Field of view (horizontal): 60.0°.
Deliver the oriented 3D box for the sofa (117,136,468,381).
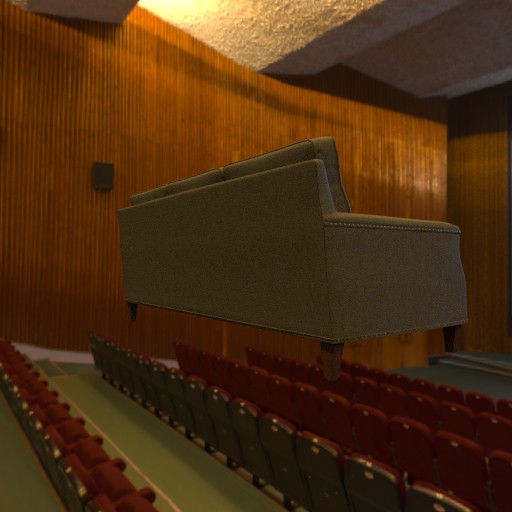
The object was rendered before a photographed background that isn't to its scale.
[{"bbox_3d":[0.000,0.000,2.851,1.084,1.003,2.246,0,-1,-37],"label":"sofa"}]
